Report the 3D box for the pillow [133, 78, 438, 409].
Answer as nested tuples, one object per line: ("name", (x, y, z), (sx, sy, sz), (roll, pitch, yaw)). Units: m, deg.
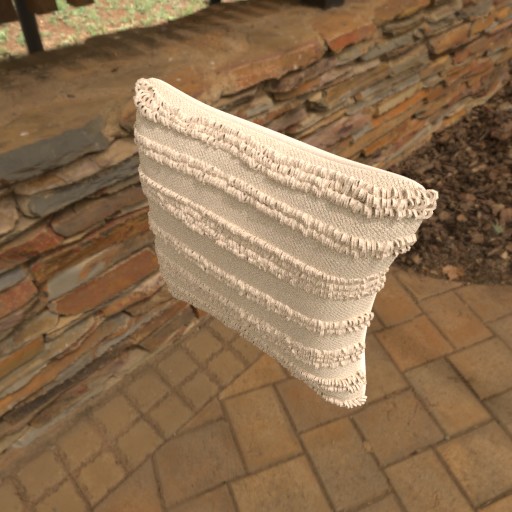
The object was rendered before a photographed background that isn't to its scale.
("pillow", (0.000, 0.000, 0.656), (0.437, 0.427, 0.145), (30, 51, 27))
